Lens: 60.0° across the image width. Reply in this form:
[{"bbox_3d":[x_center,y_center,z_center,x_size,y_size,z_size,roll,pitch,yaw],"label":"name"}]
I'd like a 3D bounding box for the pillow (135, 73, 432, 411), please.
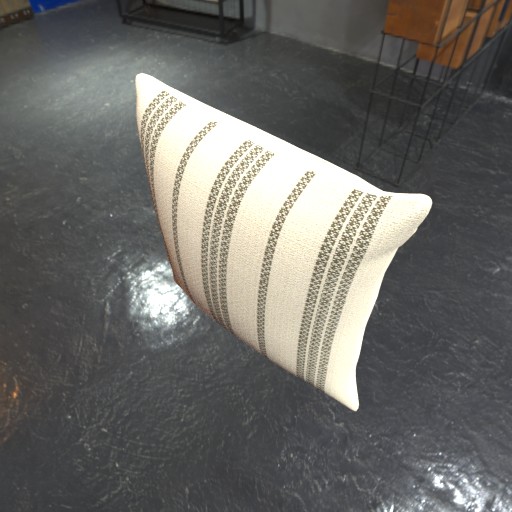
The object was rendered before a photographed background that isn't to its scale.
[{"bbox_3d":[0.000,0.000,0.621,0.405,0.406,0.173,32,54,27],"label":"pillow"}]
